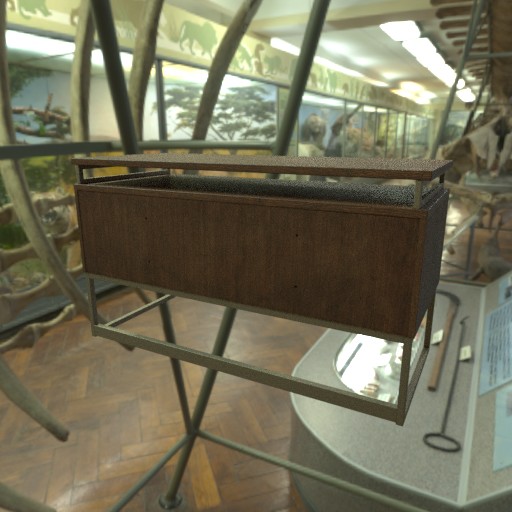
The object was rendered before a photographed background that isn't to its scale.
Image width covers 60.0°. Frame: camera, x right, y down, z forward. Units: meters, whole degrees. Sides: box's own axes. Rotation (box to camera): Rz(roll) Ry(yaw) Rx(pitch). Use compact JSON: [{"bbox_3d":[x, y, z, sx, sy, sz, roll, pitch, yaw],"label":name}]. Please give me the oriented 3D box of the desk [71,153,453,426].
[{"bbox_3d":[0.000,0.000,1.849,1.384,0.792,0.610,8,17,27],"label":"desk"}]
